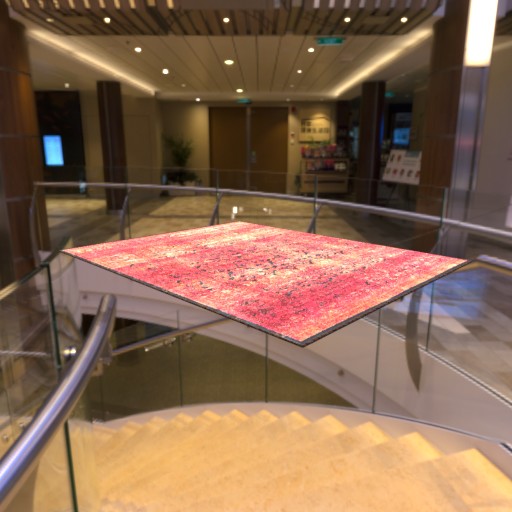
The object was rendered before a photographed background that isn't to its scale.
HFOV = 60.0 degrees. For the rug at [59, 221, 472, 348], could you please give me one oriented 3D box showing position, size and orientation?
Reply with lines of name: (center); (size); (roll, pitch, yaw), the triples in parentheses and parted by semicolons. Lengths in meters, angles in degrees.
rug: (0.000, 0.000, 4.130); (3.032, 0.020, 2.411); (13, 19, 43)
